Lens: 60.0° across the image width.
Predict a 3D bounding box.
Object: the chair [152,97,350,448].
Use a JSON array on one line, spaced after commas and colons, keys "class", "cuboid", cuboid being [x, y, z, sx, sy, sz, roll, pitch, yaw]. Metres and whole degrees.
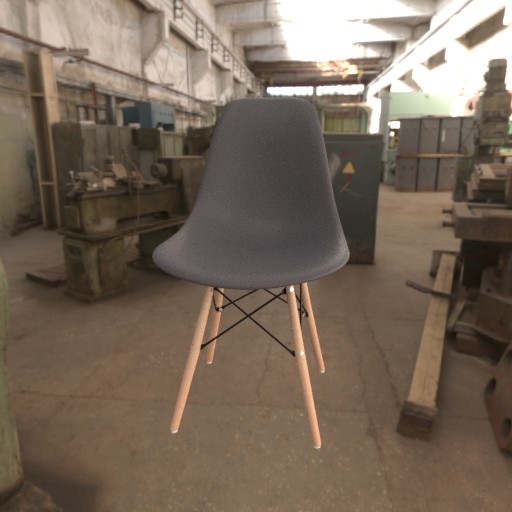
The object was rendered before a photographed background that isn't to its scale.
[{"class": "chair", "cuboid": [0.000, 0.000, 1.160, 0.470, 0.826, 0.533, 2, 15, 9]}]
